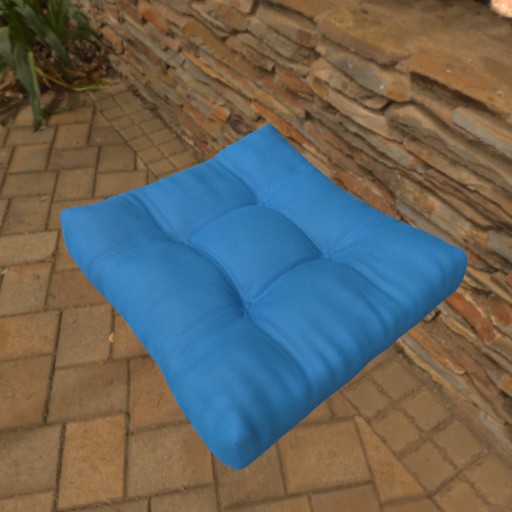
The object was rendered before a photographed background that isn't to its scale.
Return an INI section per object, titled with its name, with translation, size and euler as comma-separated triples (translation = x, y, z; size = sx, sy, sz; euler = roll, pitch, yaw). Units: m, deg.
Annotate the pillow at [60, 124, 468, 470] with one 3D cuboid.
[pillow]
translation = 0.000, 0.000, 0.721
size = 0.468, 0.128, 0.490
euler = -30, 53, -26
